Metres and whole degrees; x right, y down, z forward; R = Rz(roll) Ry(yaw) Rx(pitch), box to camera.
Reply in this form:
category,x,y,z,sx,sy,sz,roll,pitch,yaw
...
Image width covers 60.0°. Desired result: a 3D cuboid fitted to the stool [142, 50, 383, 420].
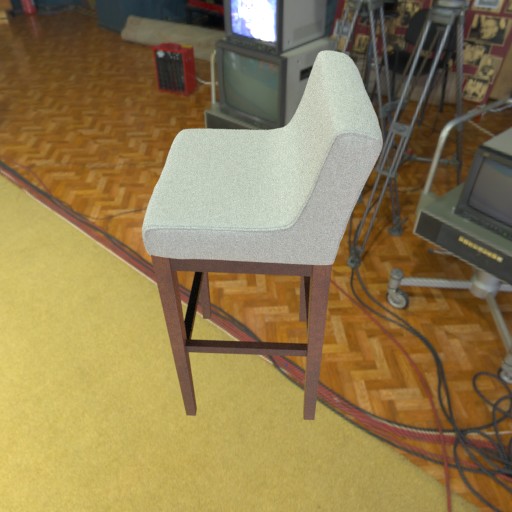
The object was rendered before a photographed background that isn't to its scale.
category,x,y,z,sx,sy,sz,roll,pitch,yaw
stool,0.000,0.000,1.322,0.500,1.037,0.511,1,40,2
